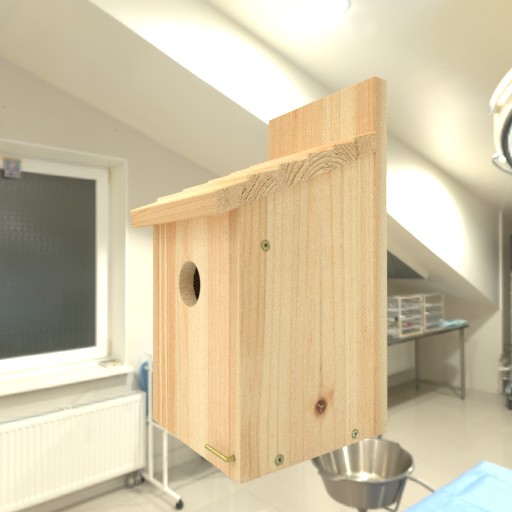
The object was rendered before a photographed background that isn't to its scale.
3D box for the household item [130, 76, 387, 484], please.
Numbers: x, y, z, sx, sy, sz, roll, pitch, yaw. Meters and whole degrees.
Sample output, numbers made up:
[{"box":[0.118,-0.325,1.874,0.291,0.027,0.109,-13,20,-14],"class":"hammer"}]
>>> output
[{"box":[0.000,0.000,0.386,0.171,0.300,0.149,0,0,-36],"class":"household item"}]
